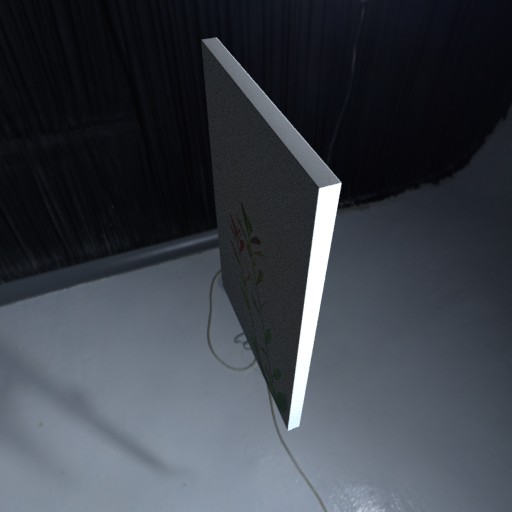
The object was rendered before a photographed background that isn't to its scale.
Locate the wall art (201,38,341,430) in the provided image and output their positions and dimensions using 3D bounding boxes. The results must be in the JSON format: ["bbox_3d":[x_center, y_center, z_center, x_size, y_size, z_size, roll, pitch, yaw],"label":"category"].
[{"bbox_3d":[0.000,0.000,1.200,0.039,0.915,0.612,-16,49,-15],"label":"wall art"}]
